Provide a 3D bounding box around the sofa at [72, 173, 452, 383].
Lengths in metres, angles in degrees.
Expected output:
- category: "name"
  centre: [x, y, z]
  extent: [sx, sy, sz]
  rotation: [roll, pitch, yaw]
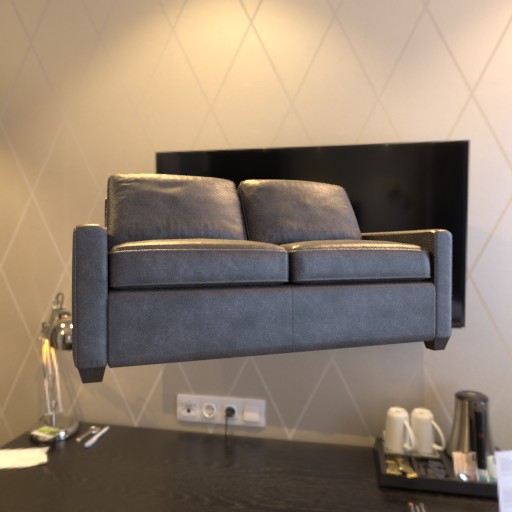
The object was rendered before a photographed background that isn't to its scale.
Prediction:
- category: "sofa"
  centre: [0.000, 0.000, 2.308]
  extent: [1.732, 0.916, 0.939]
  rotation: [0, 1, -19]
